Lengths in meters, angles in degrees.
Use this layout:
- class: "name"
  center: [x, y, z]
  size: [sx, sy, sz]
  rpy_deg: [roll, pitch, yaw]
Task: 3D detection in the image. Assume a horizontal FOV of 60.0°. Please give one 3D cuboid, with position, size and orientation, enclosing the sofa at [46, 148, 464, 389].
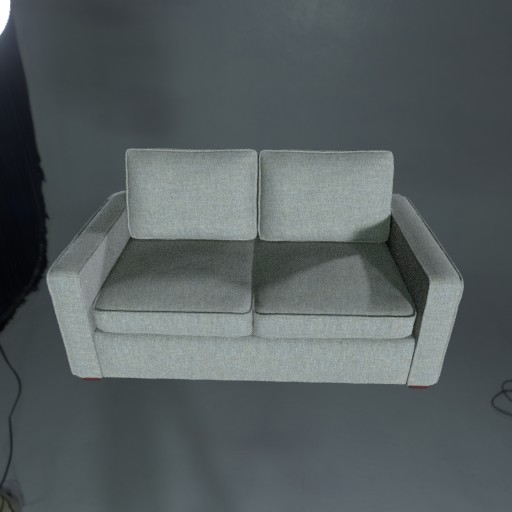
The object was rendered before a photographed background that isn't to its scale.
- class: "sofa"
  center: [0.000, 0.000, 2.226]
  size: [1.706, 0.915, 0.945]
  rpy_deg: [1, 30, 2]
